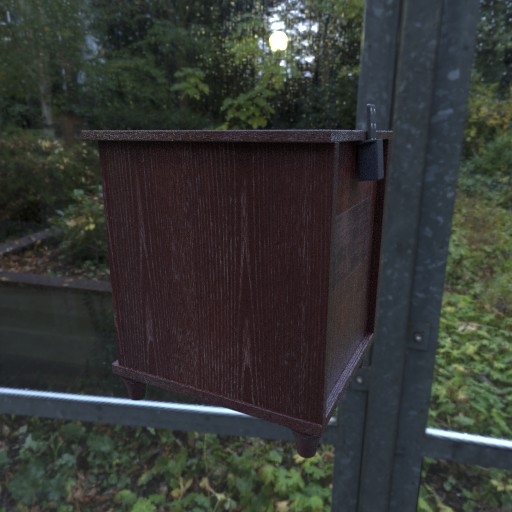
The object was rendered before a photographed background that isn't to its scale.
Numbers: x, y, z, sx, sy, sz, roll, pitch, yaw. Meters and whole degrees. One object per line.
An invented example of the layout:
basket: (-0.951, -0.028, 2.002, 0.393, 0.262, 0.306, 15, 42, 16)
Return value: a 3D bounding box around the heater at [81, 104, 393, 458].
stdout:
heater: (0.000, 0.000, 0.757, 0.400, 0.481, 0.362, 8, 17, 26)
